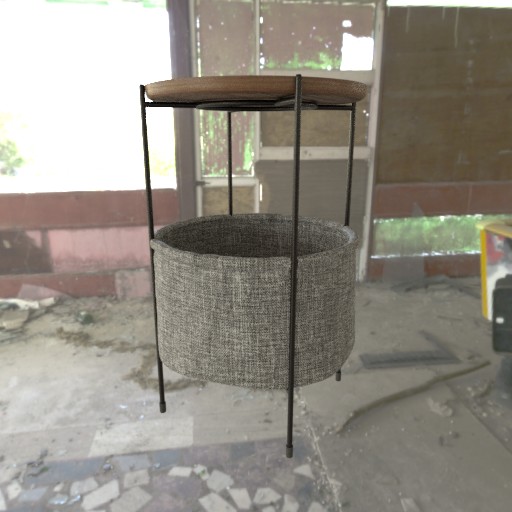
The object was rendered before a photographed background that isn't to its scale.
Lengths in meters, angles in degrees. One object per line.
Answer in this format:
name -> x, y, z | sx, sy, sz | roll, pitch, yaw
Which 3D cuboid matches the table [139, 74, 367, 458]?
table -> 0.000, 0.000, 0.873 | 0.400, 0.623, 0.400 | 8, 18, 26
